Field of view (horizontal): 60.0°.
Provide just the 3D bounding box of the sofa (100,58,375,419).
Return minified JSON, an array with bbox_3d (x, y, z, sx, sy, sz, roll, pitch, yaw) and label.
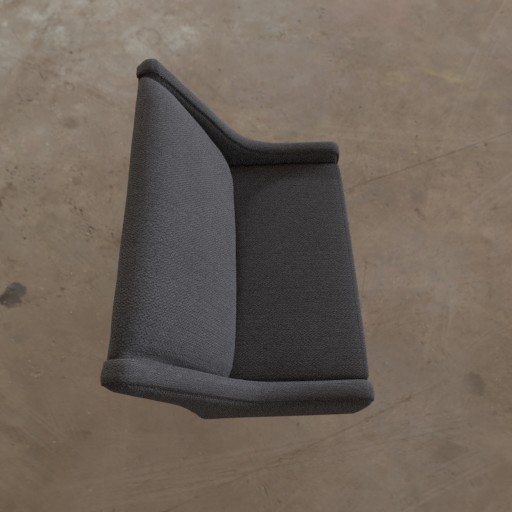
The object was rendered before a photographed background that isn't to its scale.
[{"bbox_3d":[0.000,0.000,1.873,0.873,1.022,1.242,-2,64,-1],"label":"sofa"}]
